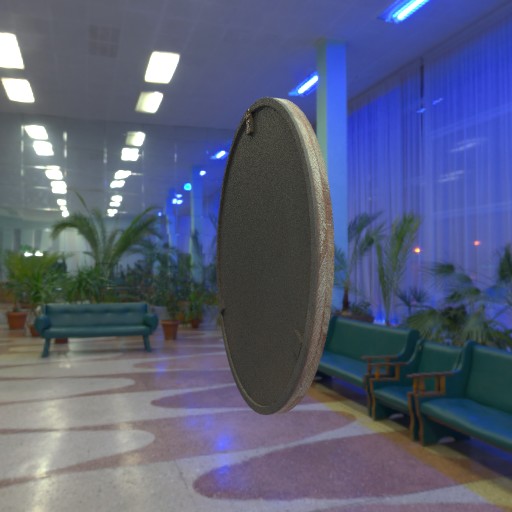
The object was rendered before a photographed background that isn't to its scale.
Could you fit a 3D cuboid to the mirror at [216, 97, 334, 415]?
[{"bbox_3d":[0.000,0.000,1.052,0.038,0.710,0.710,0,-1,-18],"label":"mirror"}]
